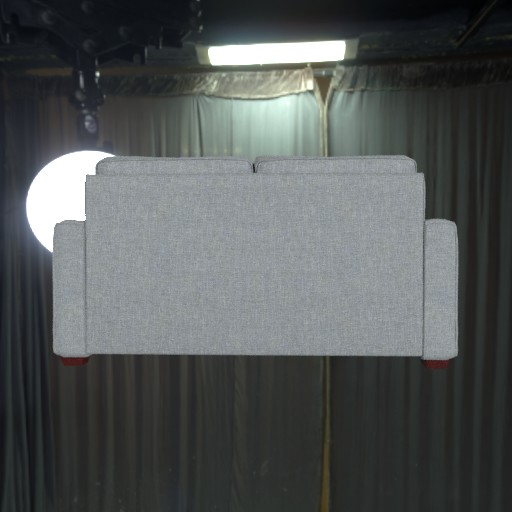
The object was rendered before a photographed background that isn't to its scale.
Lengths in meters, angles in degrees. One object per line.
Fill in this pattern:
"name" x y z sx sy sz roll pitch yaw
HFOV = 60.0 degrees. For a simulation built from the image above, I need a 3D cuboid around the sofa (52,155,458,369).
"sofa" 0.000 0.000 2.280 1.706 0.915 0.945 0 2 2
